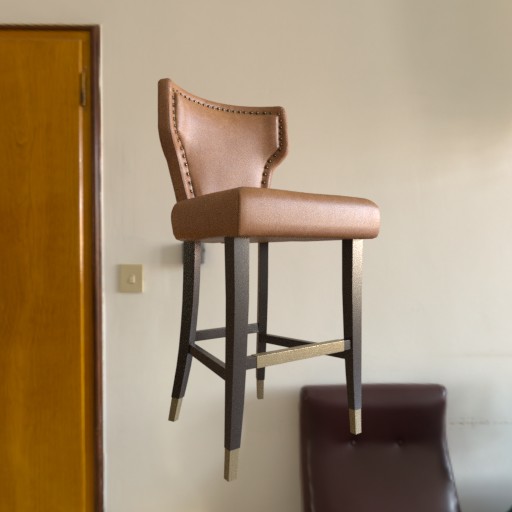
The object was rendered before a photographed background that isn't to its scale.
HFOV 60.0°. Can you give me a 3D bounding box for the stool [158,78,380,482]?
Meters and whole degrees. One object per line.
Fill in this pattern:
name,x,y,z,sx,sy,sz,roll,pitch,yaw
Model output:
stool,0.000,0.000,1.386,0.526,1.092,0.563,-1,1,-36
